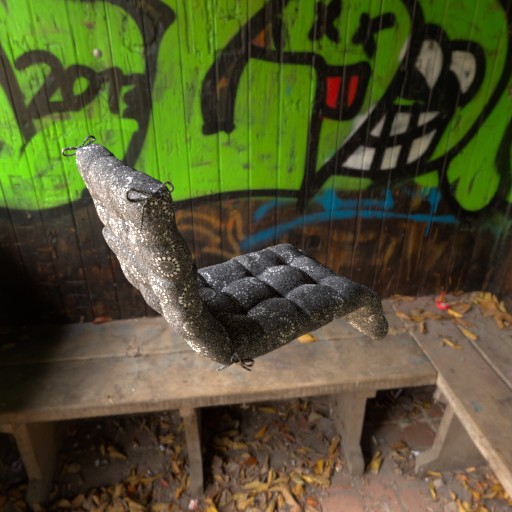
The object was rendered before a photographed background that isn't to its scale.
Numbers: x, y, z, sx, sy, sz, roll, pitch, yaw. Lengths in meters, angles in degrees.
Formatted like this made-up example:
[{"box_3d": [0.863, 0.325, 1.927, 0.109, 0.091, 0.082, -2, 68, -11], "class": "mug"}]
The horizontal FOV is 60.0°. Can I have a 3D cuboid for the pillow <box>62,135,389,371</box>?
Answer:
[{"box_3d": [0.000, 0.000, 1.534, 1.016, 0.863, 0.526, -19, 34, -31], "class": "pillow"}]
